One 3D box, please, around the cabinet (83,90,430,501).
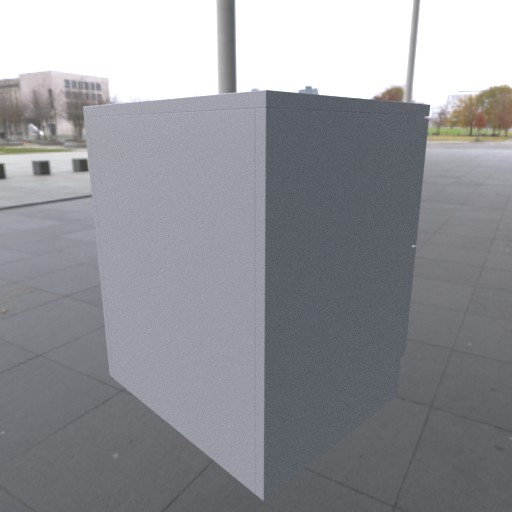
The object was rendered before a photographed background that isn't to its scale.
[{"bbox_3d":[0.000,0.000,0.732,0.360,0.470,0.400,-15,21,-42],"label":"cabinet"}]
